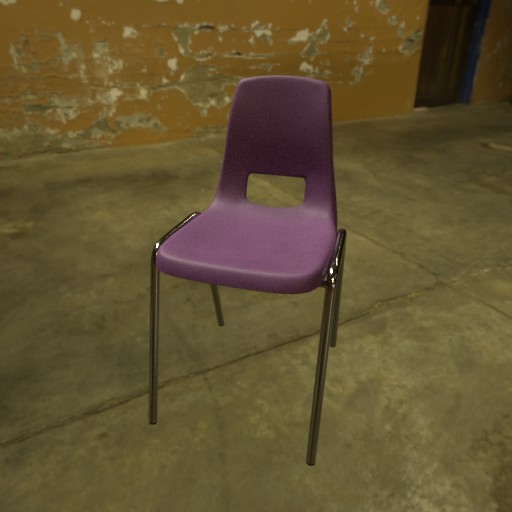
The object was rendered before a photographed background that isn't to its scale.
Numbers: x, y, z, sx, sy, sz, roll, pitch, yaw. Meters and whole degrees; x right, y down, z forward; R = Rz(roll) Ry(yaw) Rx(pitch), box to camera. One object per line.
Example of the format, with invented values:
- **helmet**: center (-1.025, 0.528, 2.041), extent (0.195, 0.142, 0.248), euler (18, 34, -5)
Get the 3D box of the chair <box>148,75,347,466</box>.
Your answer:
- **chair**: center (0.000, 0.000, 0.974), extent (0.381, 0.704, 0.432), euler (8, 28, 15)
